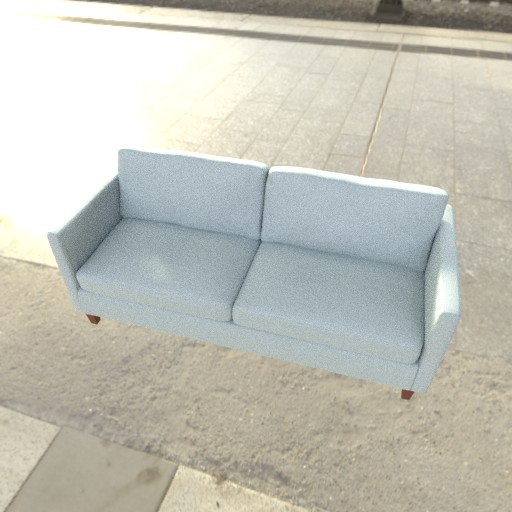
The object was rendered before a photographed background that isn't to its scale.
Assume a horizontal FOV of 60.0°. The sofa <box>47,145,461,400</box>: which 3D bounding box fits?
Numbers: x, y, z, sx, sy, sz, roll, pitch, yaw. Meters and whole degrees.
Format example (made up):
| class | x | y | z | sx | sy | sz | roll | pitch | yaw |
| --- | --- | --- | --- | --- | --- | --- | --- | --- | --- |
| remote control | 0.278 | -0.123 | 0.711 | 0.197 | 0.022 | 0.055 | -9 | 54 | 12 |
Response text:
| class | x | y | z | sx | sy | sz | roll | pitch | yaw |
| --- | --- | --- | --- | --- | --- | --- | --- | --- | --- |
| sofa | 0.000 | 0.000 | 2.719 | 2.208 | 0.965 | 0.951 | 11 | 42 | 12 |
